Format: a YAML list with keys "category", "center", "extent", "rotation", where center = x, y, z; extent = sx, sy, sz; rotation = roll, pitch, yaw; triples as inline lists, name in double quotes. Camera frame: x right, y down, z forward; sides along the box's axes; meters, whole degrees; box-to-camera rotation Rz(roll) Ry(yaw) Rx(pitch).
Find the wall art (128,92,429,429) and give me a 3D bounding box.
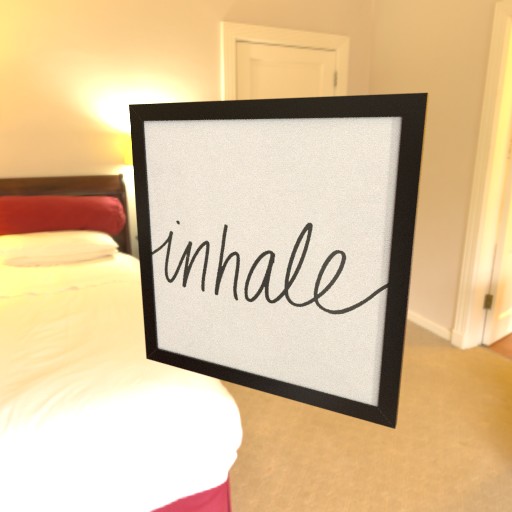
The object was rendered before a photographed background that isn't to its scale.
- category: "wall art"
  center: [0.000, 0.000, 0.666]
  extent: [0.446, 0.445, 0.014]
  rotation: [8, 17, 26]
